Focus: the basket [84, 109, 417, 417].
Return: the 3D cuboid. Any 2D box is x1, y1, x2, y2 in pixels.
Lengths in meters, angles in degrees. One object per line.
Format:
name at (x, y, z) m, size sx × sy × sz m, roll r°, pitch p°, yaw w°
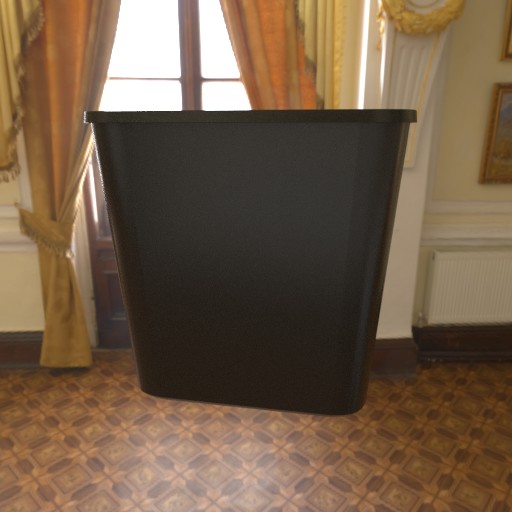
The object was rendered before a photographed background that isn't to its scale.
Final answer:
basket at (0.000, 0.000, 0.501) m, size 0.300 × 0.307 × 0.211 m, roll 3°, pitch 16°, yaw 10°
